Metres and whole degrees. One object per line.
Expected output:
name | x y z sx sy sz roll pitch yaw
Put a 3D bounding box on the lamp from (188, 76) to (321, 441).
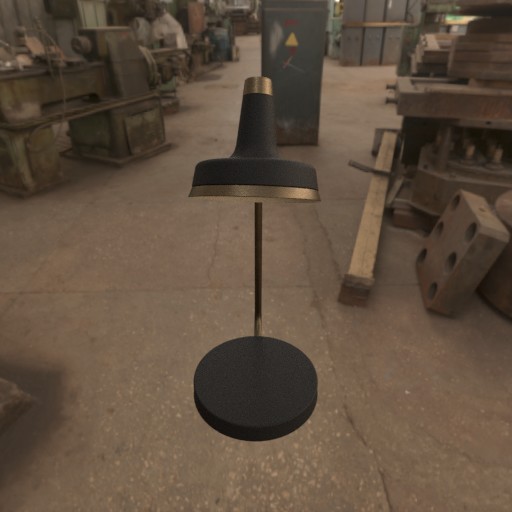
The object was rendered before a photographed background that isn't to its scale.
lamp | 0.000 0.000 0.501 0.162 0.385 0.218 1 30 1
